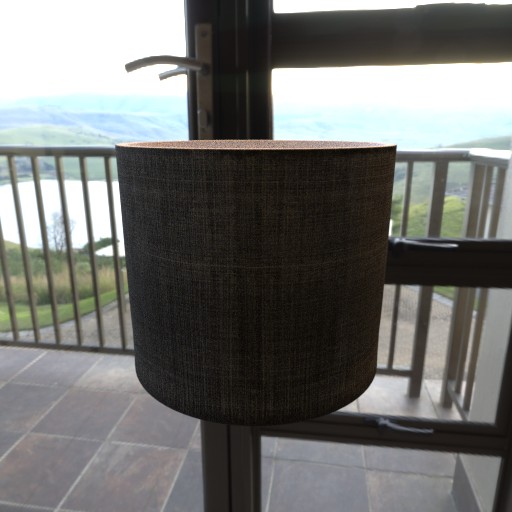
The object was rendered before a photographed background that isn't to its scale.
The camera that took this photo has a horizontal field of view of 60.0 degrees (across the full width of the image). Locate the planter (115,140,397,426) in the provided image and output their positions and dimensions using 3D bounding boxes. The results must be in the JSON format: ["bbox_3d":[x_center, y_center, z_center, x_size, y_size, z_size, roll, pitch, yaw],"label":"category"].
[{"bbox_3d":[0.000,0.000,0.448,0.254,0.221,0.254,0,16,0],"label":"planter"}]
